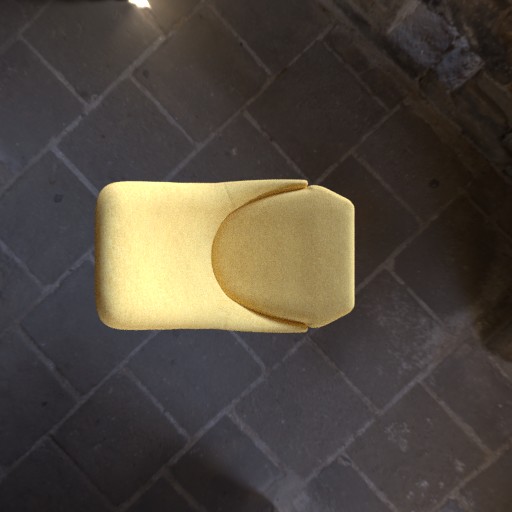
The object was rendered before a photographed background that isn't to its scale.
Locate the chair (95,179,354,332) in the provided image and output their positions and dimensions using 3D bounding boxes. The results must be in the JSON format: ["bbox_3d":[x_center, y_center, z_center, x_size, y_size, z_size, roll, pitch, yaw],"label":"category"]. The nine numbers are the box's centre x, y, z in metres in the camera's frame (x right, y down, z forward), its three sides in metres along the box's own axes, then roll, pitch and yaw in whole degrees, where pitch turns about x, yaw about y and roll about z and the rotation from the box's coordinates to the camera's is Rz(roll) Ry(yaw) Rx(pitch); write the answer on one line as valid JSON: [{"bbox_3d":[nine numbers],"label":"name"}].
[{"bbox_3d":[0.000,0.000,1.417,0.660,1.040,0.510,0,90,0],"label":"chair"}]
